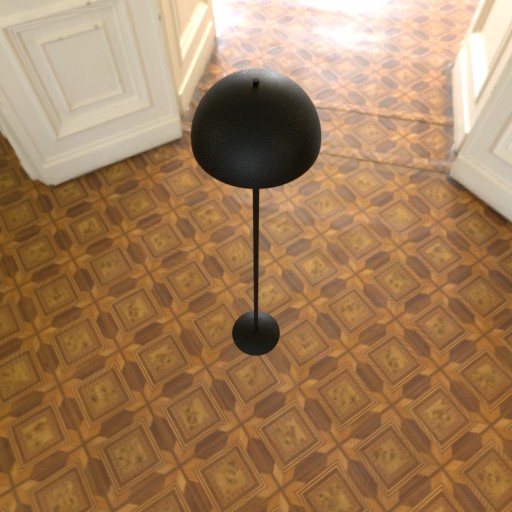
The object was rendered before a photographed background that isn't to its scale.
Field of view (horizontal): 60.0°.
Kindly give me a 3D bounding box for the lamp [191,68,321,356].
[{"bbox_3d":[0.000,0.000,1.604,0.328,1.480,0.328,-30,63,-17],"label":"lamp"}]
